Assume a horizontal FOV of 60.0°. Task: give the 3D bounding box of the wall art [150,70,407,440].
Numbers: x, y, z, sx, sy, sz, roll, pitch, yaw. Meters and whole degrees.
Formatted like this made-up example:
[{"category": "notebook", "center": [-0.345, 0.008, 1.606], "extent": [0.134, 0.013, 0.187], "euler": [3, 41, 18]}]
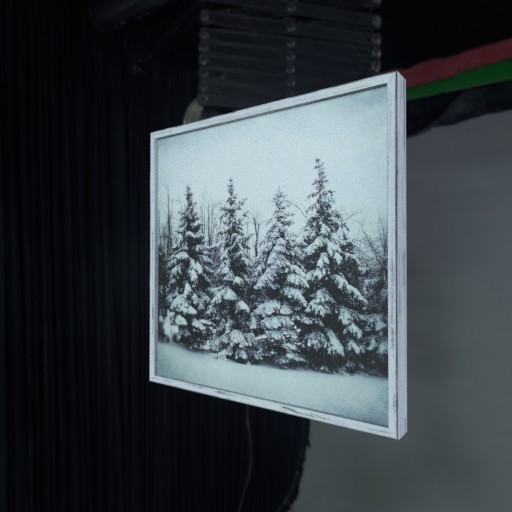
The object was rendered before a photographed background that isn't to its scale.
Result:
[{"category": "wall art", "center": [0.000, 0.000, 0.769], "extent": [0.506, 0.506, 0.038], "euler": [0, -1, 36]}]
